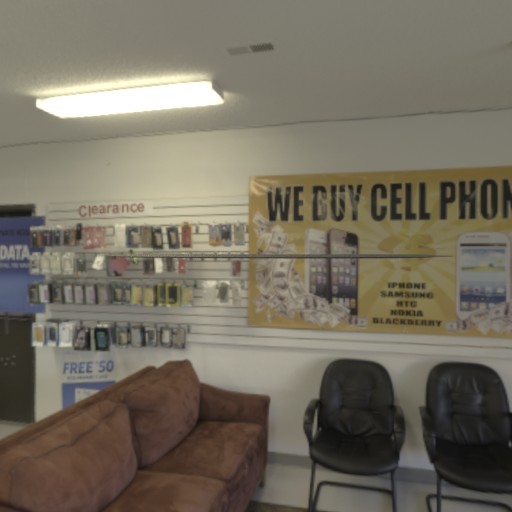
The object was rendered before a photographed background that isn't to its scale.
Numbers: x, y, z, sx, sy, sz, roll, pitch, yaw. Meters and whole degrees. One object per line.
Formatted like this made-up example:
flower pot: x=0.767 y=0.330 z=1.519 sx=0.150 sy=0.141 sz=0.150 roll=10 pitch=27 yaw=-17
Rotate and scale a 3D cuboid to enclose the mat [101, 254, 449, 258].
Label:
mat: x=0.000 y=0.000 z=1.822 sx=1.524 sy=0.013 sz=0.913 roll=0 pitch=0 yaw=18
